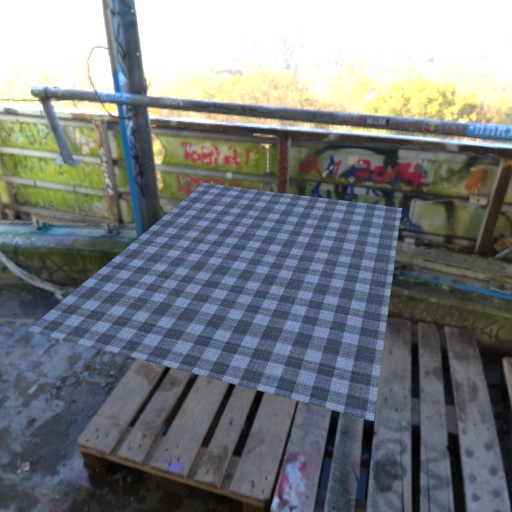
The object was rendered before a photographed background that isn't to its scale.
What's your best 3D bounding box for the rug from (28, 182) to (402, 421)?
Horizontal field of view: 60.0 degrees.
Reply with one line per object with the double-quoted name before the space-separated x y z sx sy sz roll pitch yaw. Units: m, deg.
"rug" 0.000 0.000 4.069 2.432 0.013 3.021 10 32 16
